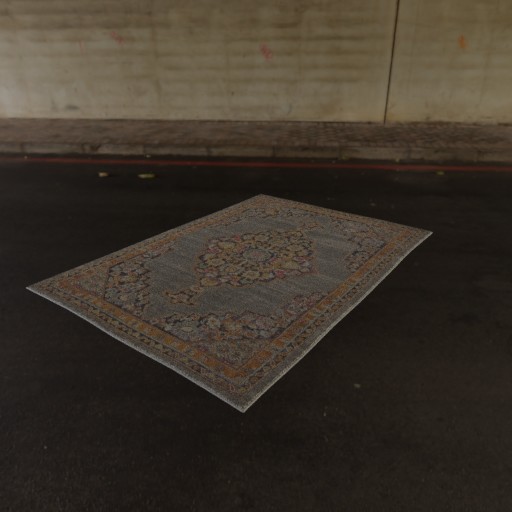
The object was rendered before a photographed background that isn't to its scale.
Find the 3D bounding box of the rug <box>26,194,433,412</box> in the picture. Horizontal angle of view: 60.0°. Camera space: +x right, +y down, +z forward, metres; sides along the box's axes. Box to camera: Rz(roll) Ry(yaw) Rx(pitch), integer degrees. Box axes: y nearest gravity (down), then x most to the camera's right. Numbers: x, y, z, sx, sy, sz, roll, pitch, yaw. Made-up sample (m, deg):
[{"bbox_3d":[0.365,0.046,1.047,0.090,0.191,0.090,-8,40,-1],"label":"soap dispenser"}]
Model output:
[{"bbox_3d":[0.000,0.000,3.731,2.043,0.026,2.901,18,30,33],"label":"rug"}]
